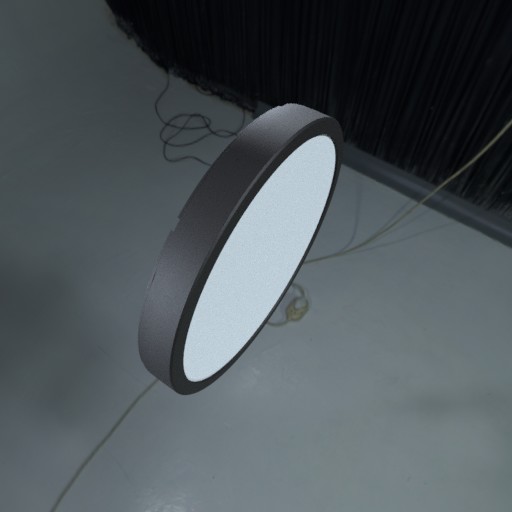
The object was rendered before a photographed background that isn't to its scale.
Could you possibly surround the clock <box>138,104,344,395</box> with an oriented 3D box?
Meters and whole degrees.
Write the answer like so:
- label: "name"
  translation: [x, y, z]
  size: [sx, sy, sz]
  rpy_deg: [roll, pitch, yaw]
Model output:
- label: "clock"
  translation: [0.000, 0.000, 0.438]
  size: [0.040, 0.293, 0.293]
  rpy_deg: [30, 63, 17]
